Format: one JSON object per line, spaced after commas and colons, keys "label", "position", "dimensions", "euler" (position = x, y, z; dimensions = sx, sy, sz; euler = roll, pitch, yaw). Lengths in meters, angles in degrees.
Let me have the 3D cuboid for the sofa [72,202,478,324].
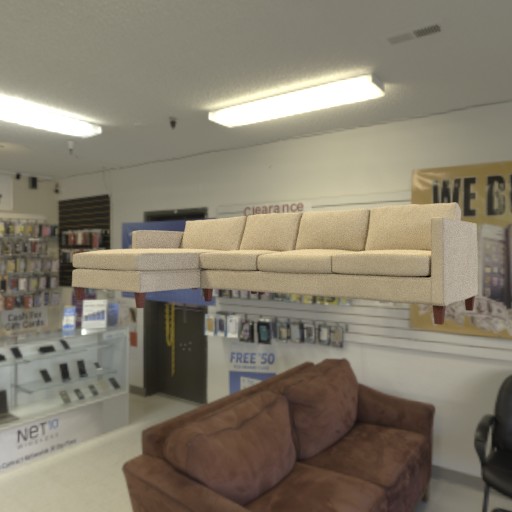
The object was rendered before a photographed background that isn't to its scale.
{"label": "sofa", "position": [0.000, 0.000, 3.831], "dimensions": [3.186, 0.846, 1.625], "euler": [1, 1, 38]}
